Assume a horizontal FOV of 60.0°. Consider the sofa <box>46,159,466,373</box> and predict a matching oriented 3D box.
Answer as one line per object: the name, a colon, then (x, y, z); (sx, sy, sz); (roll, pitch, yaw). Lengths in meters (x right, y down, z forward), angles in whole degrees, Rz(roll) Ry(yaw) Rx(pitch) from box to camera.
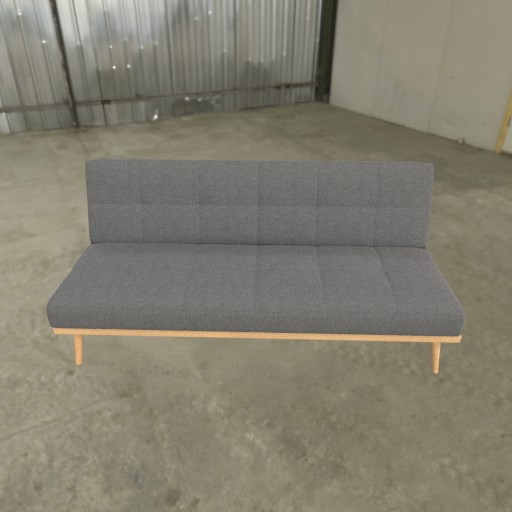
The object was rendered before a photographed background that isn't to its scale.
sofa: (0.000, 0.000, 2.198); (1.820, 0.770, 0.820); (1, 30, 2)
